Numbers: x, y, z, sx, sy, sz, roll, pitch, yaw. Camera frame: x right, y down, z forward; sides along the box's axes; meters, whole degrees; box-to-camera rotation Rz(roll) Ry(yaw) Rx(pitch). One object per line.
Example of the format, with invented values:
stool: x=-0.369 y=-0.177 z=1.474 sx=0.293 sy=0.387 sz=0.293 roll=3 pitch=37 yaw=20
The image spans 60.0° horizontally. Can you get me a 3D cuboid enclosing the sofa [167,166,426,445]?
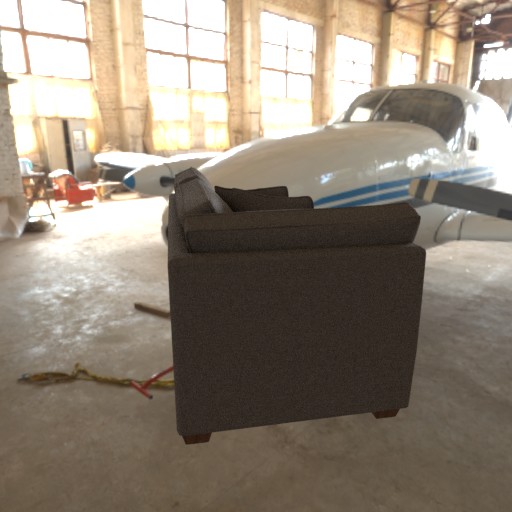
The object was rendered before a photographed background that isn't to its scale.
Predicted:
sofa: x=0.000 y=0.000 z=2.865 sx=1.110 sy=1.033 sz=2.237 roll=-3 pitch=16 yaw=-10
